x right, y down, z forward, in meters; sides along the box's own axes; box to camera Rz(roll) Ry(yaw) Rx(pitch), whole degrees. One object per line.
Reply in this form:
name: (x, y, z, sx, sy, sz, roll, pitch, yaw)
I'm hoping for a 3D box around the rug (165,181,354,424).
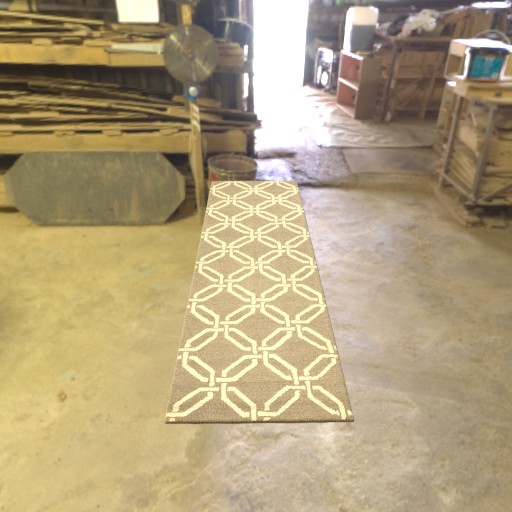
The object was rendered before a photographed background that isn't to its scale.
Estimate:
rug: (0.000, 0.000, 2.546, 0.678, 0.014, 2.276, 0, 31, -1)
